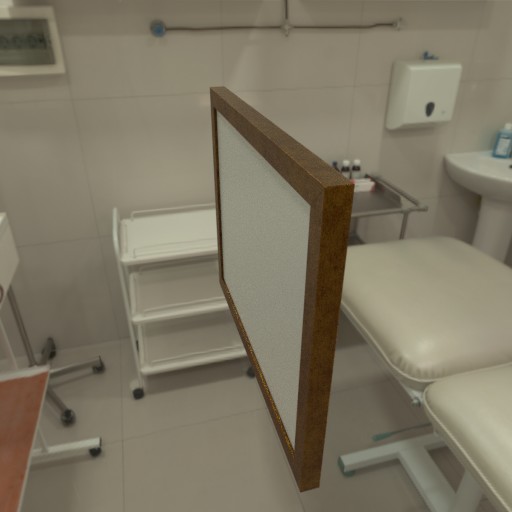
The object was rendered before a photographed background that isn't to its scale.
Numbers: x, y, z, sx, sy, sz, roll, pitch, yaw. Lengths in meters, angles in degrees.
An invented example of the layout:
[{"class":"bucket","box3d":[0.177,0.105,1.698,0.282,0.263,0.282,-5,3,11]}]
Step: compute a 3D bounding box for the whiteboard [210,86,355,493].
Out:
[{"class":"whiteboard","box3d":[0.000,0.000,0.750,0.029,0.457,0.561,-8,31,-14]}]
